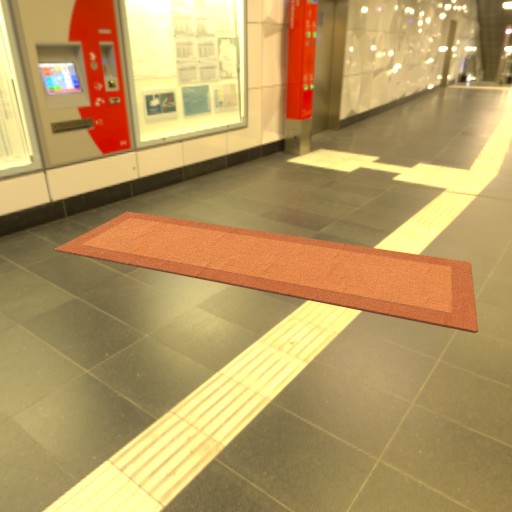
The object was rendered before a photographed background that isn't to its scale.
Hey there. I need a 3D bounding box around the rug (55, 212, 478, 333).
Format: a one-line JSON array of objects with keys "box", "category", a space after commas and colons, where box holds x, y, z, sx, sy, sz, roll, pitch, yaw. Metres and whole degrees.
[{"box": [0.000, 0.000, 2.695, 2.471, 0.013, 0.914, 8, 26, 16], "category": "rug"}]
